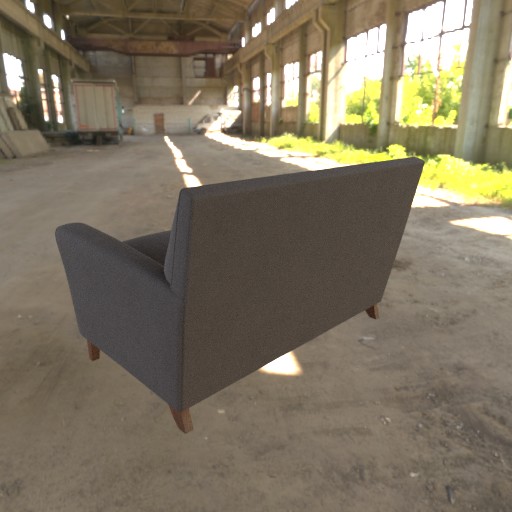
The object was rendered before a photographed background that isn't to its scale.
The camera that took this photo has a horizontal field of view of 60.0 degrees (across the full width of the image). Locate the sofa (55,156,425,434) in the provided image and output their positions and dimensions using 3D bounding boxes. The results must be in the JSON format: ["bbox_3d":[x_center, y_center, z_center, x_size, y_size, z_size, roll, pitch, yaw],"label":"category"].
[{"bbox_3d":[0.000,0.000,2.002,0.871,0.846,1.420,17,24,42],"label":"sofa"}]
